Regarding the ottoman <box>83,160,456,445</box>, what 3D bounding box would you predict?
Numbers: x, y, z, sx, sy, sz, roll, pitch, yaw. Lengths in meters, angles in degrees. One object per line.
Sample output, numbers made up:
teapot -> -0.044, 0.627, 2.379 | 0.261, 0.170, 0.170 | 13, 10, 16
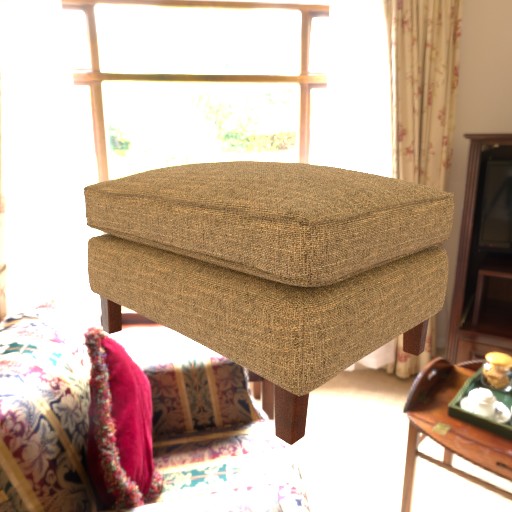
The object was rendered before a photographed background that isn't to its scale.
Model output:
ottoman -> 0.000, 0.000, 0.972 | 0.508, 0.406, 0.686 | -14, 19, -43
